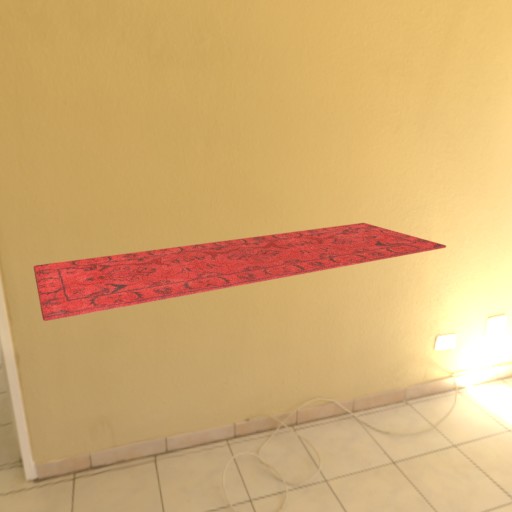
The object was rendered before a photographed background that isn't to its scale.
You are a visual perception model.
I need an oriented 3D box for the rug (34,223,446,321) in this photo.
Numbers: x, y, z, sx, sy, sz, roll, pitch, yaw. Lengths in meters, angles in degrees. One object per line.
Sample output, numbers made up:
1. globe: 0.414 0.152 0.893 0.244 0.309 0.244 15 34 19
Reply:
1. rug: 0.000 0.000 2.733 2.439 0.018 0.813 -9 19 -27
